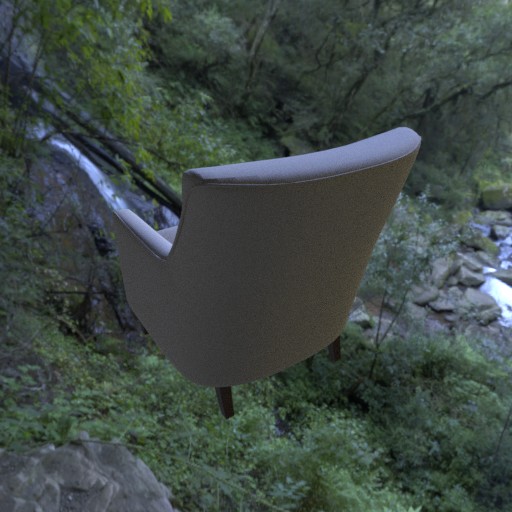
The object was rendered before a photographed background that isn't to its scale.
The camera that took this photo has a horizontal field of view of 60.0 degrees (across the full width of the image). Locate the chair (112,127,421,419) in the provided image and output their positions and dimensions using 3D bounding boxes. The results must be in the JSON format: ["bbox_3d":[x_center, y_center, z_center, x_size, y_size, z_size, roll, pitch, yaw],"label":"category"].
[{"bbox_3d":[0.000,0.000,1.571,0.756,0.916,0.879,-18,34,-29],"label":"chair"}]
